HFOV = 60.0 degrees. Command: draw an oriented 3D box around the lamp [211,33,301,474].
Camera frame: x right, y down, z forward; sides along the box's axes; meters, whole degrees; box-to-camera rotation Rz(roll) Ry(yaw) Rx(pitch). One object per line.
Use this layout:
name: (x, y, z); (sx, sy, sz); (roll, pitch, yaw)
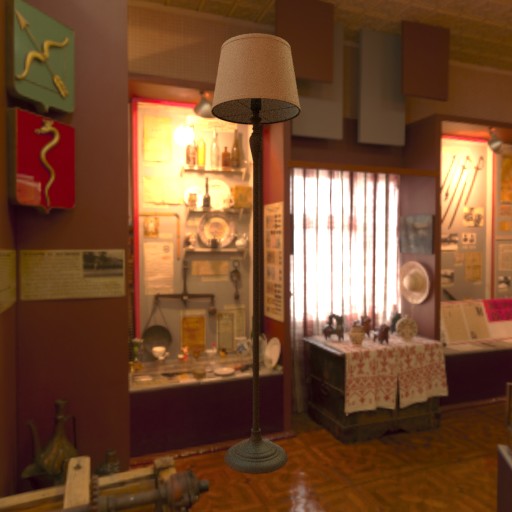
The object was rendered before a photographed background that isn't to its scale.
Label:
lamp: (0.000, 0.000, 1.637); (0.327, 1.506, 0.327); (0, 1, -19)
